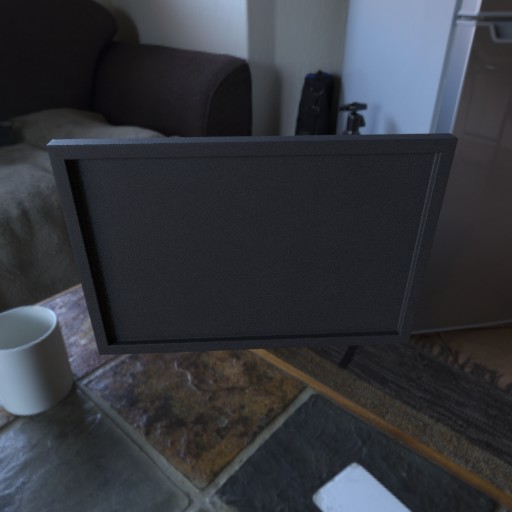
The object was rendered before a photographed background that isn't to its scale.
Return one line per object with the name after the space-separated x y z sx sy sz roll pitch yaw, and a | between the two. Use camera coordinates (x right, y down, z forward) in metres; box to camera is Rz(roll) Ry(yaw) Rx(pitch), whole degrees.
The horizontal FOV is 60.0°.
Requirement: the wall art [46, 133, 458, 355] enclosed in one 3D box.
0.000 0.000 0.564 0.443 0.301 0.021 -2 32 -3 | wall art
